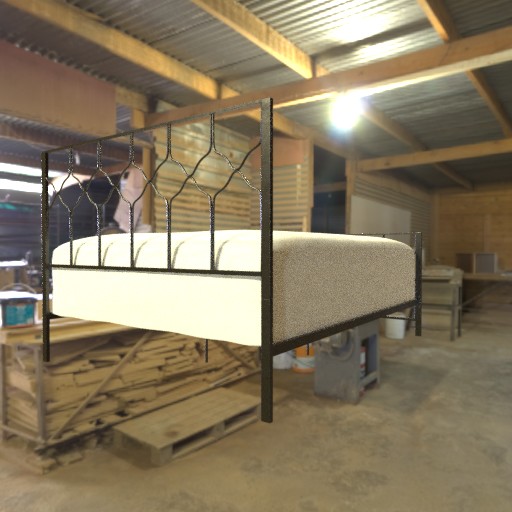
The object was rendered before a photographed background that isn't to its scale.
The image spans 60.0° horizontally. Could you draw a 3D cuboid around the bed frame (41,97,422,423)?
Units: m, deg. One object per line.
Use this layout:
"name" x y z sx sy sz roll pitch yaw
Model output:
"bed frame" 0.000 0.000 2.960 1.597 1.222 2.063 1 1 35
